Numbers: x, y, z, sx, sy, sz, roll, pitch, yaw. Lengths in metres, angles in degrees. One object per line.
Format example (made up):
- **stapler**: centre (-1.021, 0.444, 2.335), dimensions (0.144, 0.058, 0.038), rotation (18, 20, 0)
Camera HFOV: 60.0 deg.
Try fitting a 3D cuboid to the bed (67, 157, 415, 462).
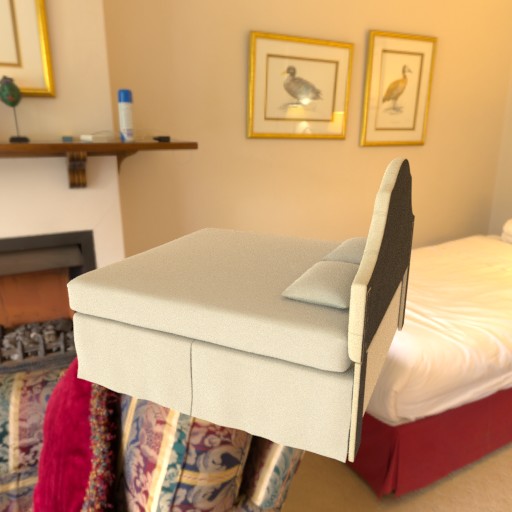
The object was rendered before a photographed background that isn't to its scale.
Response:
- **bed**: centre (0.000, 0.000, 3.440), dimensions (2.086, 1.555, 2.012), rotation (8, 18, 24)
